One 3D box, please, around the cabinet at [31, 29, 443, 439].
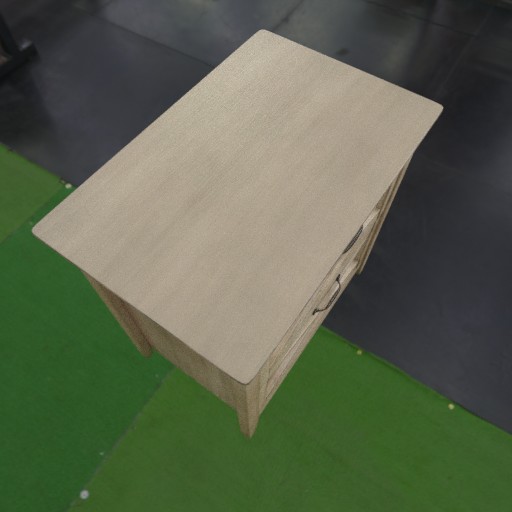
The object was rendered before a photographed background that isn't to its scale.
[{"bbox_3d":[0.000,0.000,1.238,0.503,0.762,0.763,31,65,17],"label":"cabinet"}]
